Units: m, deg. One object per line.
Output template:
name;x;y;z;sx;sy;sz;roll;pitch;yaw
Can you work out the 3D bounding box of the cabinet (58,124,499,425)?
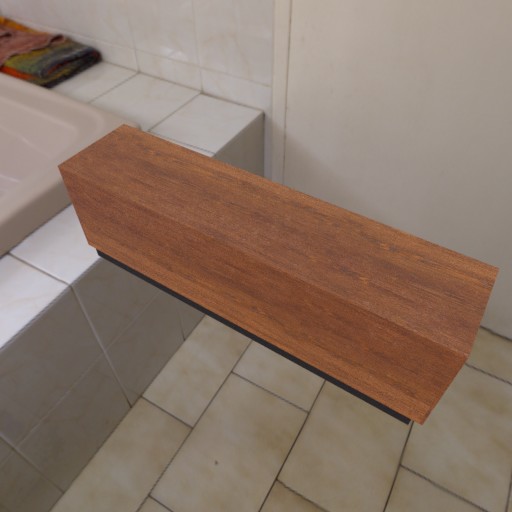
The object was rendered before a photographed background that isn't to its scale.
cabinet;0.000;0.000;1.775;1.600;0.510;0.419;25;52;21
